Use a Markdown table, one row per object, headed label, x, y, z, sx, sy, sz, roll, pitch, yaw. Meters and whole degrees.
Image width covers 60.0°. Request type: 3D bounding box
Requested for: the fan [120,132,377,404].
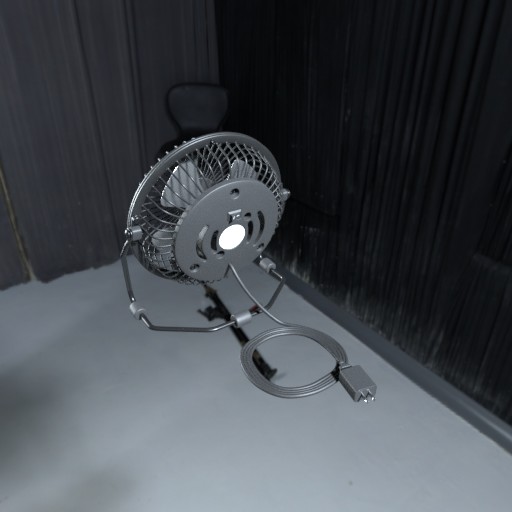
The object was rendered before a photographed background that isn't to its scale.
| label | x | y | z | sx | sy | sz | roll | pitch | yaw |
| --- | --- | --- | --- | --- | --- | --- | --- | --- | --- |
| fan | 0.000 | 0.000 | 0.317 | 0.153 | 0.152 | 0.202 | -18 | 34 | -29 |
